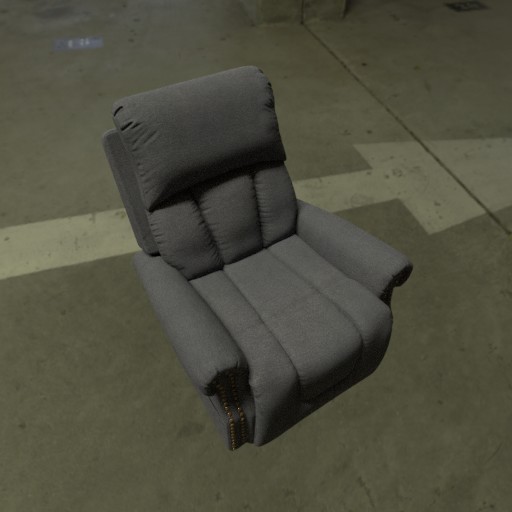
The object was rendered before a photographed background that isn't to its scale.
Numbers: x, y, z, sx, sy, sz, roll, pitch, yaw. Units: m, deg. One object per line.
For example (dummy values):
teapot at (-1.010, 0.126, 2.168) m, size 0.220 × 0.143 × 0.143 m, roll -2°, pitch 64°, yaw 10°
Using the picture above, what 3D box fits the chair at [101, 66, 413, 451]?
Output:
chair at (0.000, 0.000, 1.661) m, size 0.871 × 1.031 × 0.979 m, roll -25°, pitch 50°, yaw -23°
